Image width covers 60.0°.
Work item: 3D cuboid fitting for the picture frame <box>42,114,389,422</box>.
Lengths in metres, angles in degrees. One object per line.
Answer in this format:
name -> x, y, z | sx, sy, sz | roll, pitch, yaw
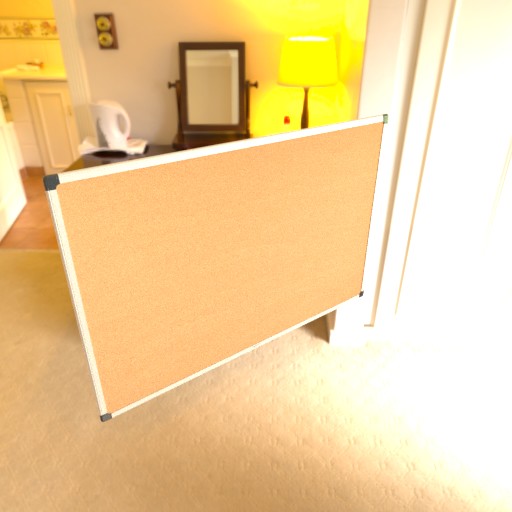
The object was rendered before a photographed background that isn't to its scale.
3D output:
picture frame -> 0.000, 0.000, 1.128 | 0.900, 0.600, 0.010 | -19, 34, -31
